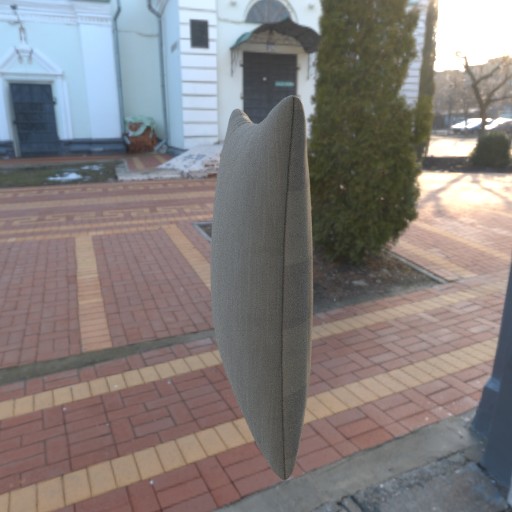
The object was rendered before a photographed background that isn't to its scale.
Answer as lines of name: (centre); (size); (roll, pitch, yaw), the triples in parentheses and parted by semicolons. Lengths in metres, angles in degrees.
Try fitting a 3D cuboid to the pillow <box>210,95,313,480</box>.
pillow: (0.000, 0.000, 0.785); (0.161, 0.509, 0.511); (-3, 17, -9)
